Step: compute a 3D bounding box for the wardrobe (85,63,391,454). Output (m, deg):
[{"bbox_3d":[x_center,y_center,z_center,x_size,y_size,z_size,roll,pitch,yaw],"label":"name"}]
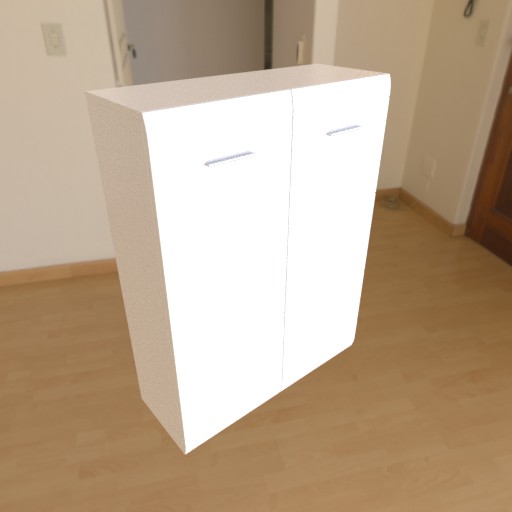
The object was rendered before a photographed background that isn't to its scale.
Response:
[{"bbox_3d":[0.000,0.000,1.624,0.900,1.200,0.360,-23,37,-33],"label":"wardrobe"}]
